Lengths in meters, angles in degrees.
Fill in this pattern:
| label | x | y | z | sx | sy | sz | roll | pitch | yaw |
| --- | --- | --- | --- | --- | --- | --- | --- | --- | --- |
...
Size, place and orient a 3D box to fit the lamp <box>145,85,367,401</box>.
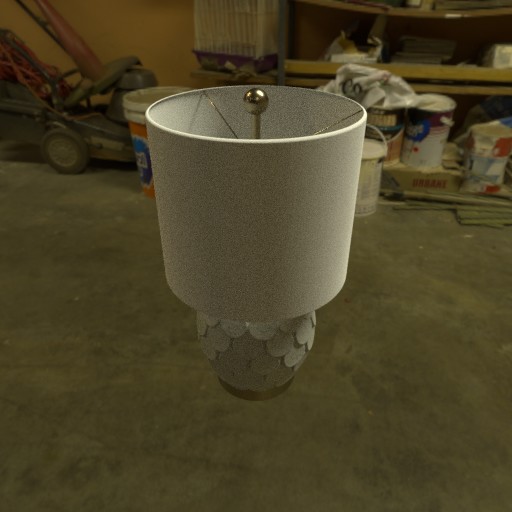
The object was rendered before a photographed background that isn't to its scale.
| label | x | y | z | sx | sy | sz | roll | pitch | yaw |
| --- | --- | --- | --- | --- | --- | --- | --- | --- | --- |
| lamp | 0.000 | 0.000 | 0.626 | 0.254 | 0.452 | 0.254 | 0 | 32 | 0 |
